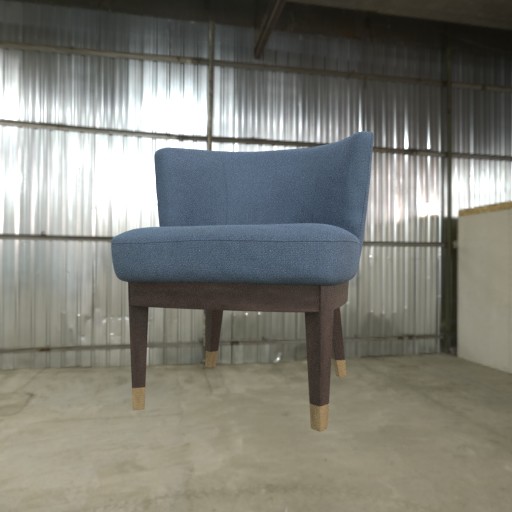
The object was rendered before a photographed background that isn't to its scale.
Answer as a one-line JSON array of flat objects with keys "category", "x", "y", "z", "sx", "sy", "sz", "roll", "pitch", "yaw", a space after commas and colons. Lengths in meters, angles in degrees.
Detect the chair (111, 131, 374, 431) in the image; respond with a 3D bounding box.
[{"category": "chair", "x": 0.000, "y": 0.000, "z": 1.285, "sx": 0.661, "sy": 0.760, "sz": 0.702, "roll": 0, "pitch": 0, "yaw": 17}]
